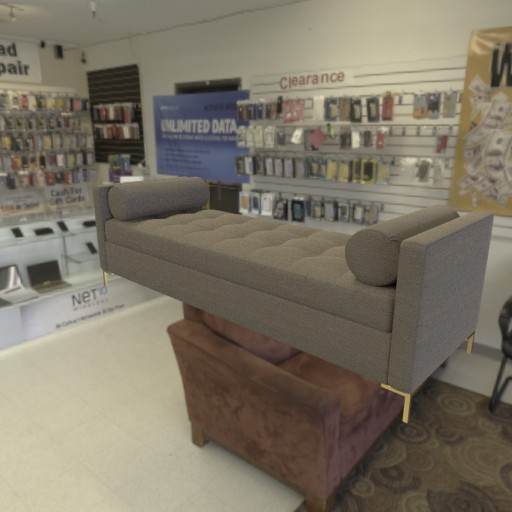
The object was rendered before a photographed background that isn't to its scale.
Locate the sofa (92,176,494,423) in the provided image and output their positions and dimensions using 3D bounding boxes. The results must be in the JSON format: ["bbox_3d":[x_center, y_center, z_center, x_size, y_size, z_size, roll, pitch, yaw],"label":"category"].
[{"bbox_3d":[0.000,0.000,2.261,1.981,0.635,0.686,14,22,40],"label":"sofa"}]
